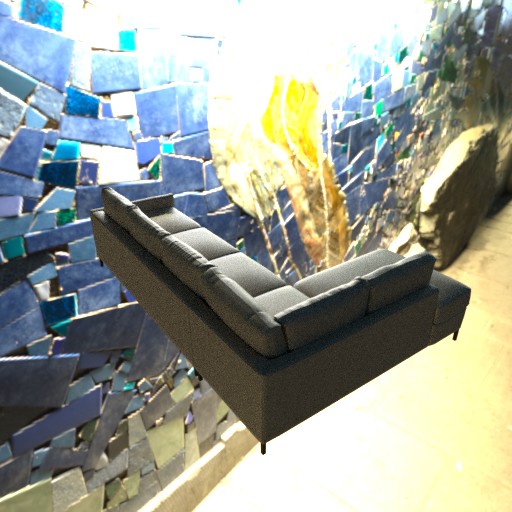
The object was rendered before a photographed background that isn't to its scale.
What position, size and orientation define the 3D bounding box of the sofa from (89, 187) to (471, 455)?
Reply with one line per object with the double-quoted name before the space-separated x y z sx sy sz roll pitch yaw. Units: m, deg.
"sofa" 0.000 0.000 3.208 1.617 0.703 2.423 -18 32 -31
